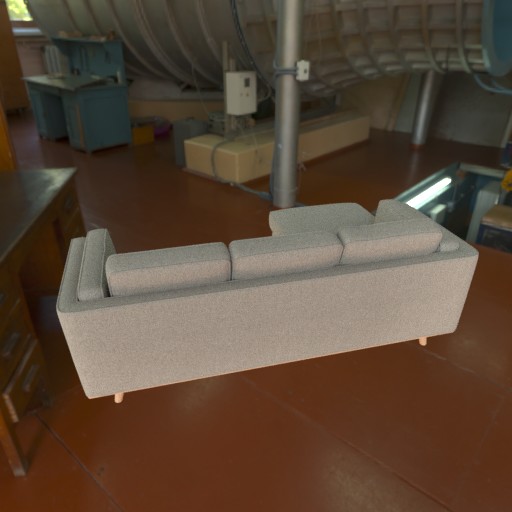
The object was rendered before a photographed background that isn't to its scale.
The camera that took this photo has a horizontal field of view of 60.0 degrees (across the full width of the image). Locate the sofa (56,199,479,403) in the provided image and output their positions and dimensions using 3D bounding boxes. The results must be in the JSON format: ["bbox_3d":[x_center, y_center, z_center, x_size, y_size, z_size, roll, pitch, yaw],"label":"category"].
[{"bbox_3d":[0.000,0.000,3.175,2.411,0.929,1.604,-7,29,-13],"label":"sofa"}]
